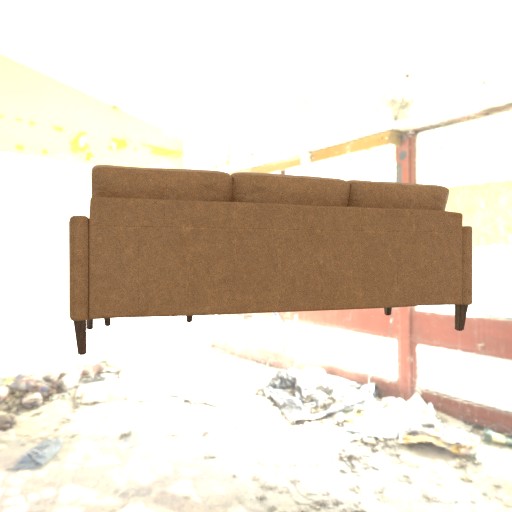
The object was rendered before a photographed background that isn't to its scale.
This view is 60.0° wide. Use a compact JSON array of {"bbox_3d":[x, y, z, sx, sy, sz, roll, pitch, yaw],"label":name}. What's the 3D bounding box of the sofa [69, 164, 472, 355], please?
[{"bbox_3d":[0.000,0.000,2.942,2.178,0.876,1.506,0,0,-18],"label":"sofa"}]
